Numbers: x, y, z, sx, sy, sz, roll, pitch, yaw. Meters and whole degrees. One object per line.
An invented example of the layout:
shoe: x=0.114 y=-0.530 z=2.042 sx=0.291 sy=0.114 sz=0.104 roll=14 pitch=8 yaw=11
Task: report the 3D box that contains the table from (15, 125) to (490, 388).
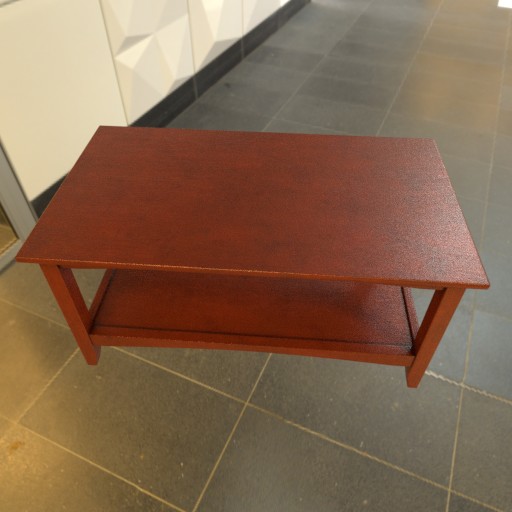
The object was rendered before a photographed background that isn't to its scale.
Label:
table: x=0.000 y=0.000 z=1.219 sx=0.943 sy=0.456 sz=0.533 roll=3 pitch=46 yaw=3
